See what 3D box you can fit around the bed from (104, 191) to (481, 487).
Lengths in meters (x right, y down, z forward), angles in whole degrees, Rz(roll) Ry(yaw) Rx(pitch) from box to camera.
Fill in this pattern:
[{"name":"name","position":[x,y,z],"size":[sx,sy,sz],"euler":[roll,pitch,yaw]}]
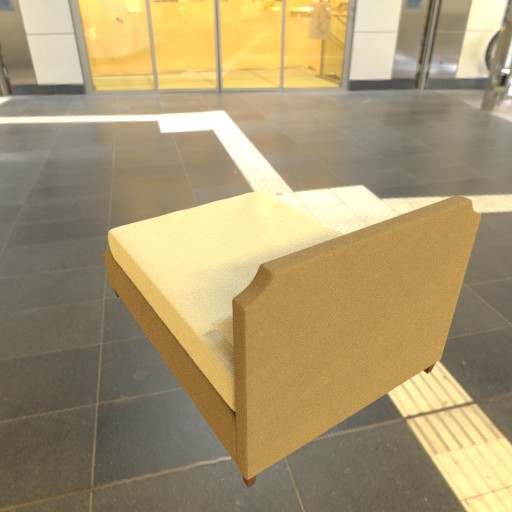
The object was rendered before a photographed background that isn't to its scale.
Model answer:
[{"name":"bed","position":[0.000,0.000,3.360],"size":[1.703,1.415,2.329],"euler":[-19,35,-29]}]
